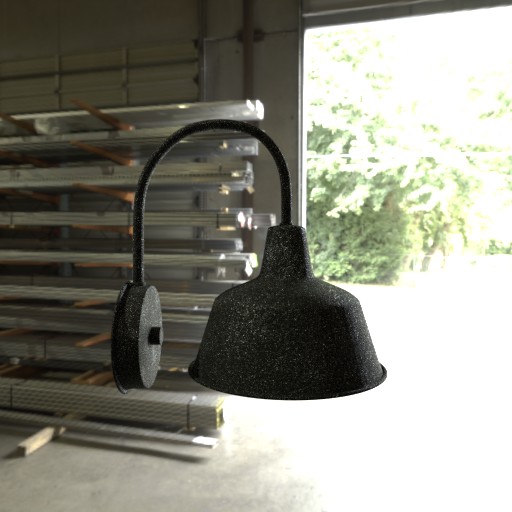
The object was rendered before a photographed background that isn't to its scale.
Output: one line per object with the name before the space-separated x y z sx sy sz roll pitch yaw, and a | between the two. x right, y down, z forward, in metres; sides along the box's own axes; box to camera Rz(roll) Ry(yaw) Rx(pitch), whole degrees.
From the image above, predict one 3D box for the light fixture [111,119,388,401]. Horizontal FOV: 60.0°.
light fixture | 0.000 0.000 0.489 0.283 0.300 0.216 0 1 0
